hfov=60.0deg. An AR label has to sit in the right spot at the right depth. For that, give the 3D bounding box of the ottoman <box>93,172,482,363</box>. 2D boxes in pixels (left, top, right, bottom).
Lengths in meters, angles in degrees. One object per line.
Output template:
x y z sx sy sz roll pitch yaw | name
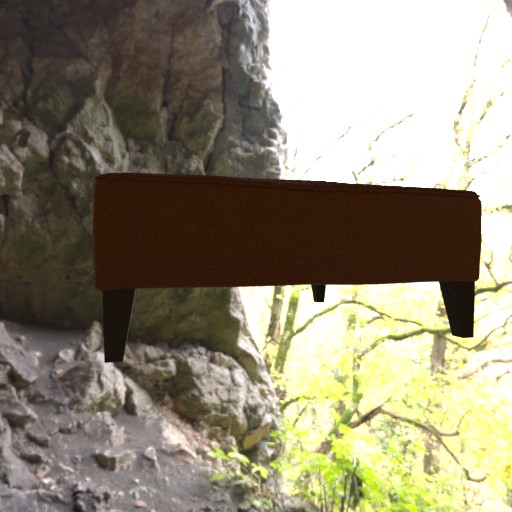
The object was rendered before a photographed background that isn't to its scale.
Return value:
0.000 0.000 1.510 0.999 0.438 0.997 0 0 -17 | ottoman
